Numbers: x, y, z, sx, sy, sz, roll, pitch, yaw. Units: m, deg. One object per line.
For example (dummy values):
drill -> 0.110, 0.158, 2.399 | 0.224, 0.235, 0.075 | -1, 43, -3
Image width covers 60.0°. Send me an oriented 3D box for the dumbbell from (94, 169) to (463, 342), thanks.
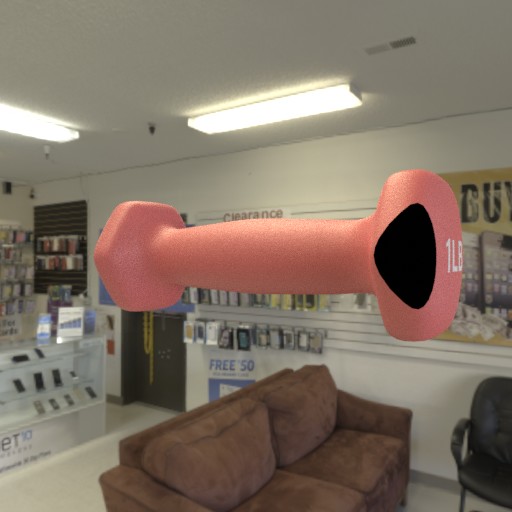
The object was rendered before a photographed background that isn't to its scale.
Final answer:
dumbbell -> 0.000, 0.000, 0.147 | 0.123, 0.043, 0.047 | 0, 0, 35
